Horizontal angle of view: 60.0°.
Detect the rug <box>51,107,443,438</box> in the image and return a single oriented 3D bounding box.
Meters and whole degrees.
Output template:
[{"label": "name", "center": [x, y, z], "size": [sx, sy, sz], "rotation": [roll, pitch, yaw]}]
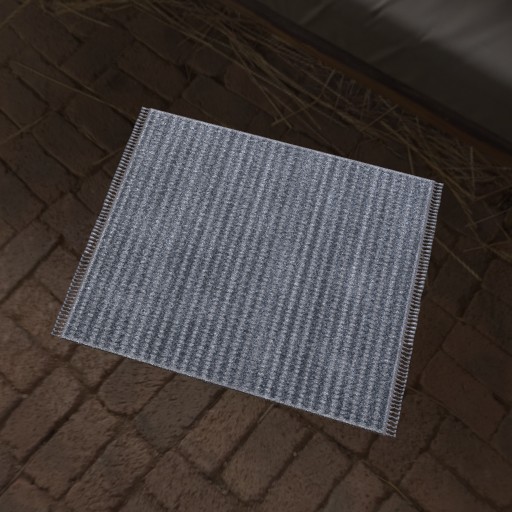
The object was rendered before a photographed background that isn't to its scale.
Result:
[{"label": "rug", "center": [0.000, 0.000, 3.855], "size": [2.910, 0.013, 2.256], "rotation": [15, 75, 4]}]
